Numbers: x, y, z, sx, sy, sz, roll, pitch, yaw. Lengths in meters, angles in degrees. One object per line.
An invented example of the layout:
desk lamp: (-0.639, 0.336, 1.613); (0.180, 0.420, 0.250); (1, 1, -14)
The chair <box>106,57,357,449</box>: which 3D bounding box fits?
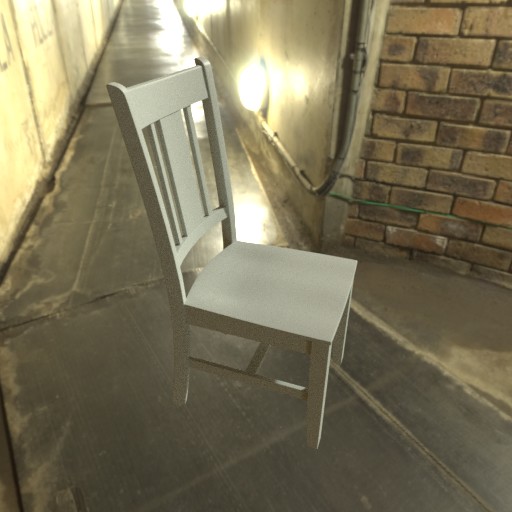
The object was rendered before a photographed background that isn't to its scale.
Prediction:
chair: (0.000, 0.000, 1.298); (0.555, 0.998, 0.450); (11, 33, 17)
